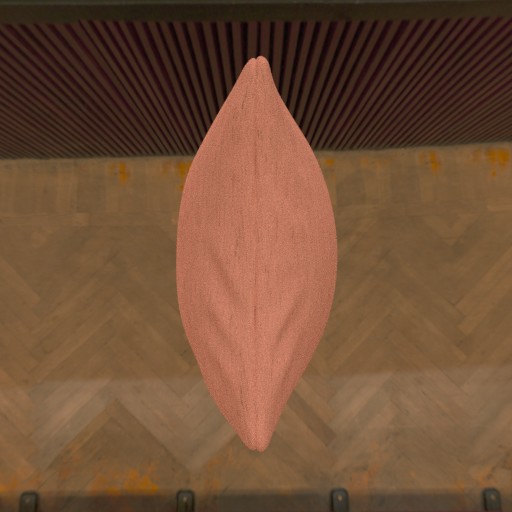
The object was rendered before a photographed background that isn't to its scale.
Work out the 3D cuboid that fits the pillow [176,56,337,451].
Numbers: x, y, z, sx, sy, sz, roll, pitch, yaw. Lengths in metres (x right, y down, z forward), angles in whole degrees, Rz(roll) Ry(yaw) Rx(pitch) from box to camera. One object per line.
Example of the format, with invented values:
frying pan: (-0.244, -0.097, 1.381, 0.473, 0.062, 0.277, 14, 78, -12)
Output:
pillow: (0.000, 0.000, 0.675, 0.246, 0.415, 0.432, 0, 88, 0)
